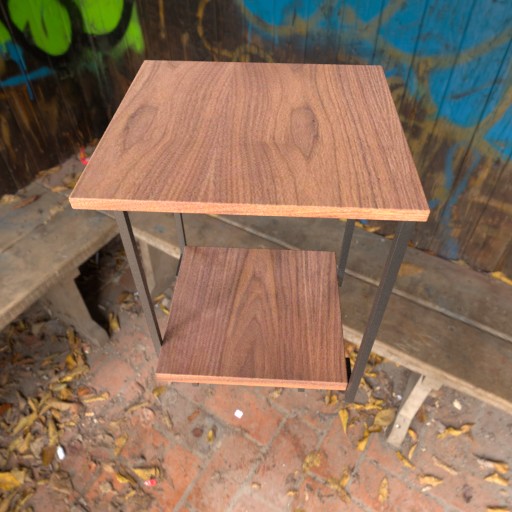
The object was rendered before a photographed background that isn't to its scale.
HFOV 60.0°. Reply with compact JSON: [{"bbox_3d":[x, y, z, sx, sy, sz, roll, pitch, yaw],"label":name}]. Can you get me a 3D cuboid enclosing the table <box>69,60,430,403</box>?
[{"bbox_3d":[0.000,0.000,0.838,0.411,0.567,0.384,2,46,2],"label":"table"}]
